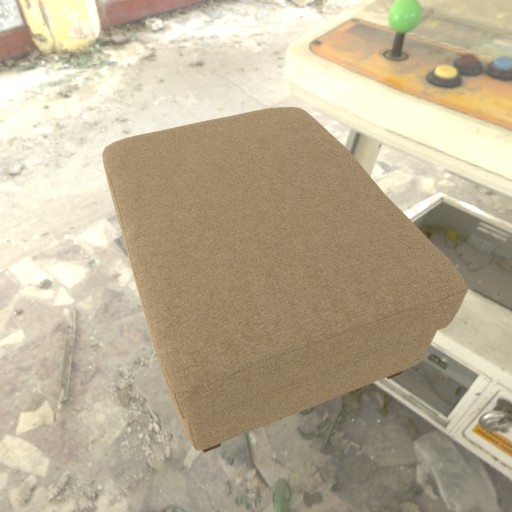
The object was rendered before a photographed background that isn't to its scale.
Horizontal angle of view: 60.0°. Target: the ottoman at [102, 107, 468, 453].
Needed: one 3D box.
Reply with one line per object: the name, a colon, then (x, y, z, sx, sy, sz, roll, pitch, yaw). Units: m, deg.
ottoman: (0.000, 0.000, 1.301, 0.692, 0.511, 0.889, -16, 49, -15)
